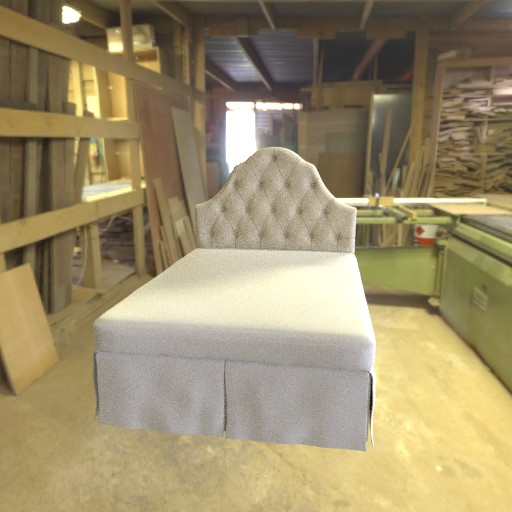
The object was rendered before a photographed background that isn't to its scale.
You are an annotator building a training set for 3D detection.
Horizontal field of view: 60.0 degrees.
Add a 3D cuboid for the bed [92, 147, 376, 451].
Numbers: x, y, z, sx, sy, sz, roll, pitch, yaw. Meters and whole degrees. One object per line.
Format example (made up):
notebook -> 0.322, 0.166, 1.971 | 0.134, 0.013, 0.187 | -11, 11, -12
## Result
bed -> 0.000, 0.000, 3.246 | 1.627, 1.575, 2.092 | 2, 13, 9
